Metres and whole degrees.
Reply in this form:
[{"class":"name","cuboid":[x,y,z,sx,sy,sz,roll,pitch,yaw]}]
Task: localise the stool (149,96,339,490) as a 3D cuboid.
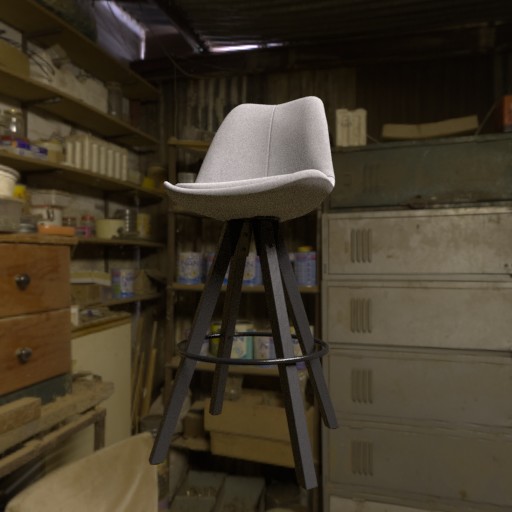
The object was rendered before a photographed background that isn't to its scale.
[{"class":"stool","cuboid":[0.000,0.000,1.350,0.485,1.115,0.550,0,-1,18]}]
